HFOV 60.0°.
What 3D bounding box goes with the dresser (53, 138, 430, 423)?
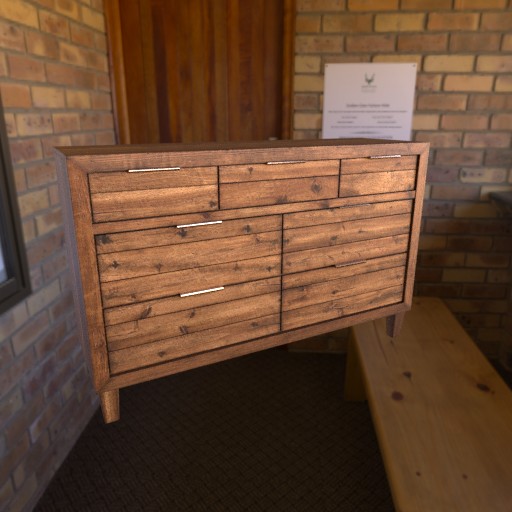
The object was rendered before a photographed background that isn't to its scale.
[{"bbox_3d":[0.000,0.000,1.820,1.387,0.892,0.438,-9,20,-26],"label":"dresser"}]
